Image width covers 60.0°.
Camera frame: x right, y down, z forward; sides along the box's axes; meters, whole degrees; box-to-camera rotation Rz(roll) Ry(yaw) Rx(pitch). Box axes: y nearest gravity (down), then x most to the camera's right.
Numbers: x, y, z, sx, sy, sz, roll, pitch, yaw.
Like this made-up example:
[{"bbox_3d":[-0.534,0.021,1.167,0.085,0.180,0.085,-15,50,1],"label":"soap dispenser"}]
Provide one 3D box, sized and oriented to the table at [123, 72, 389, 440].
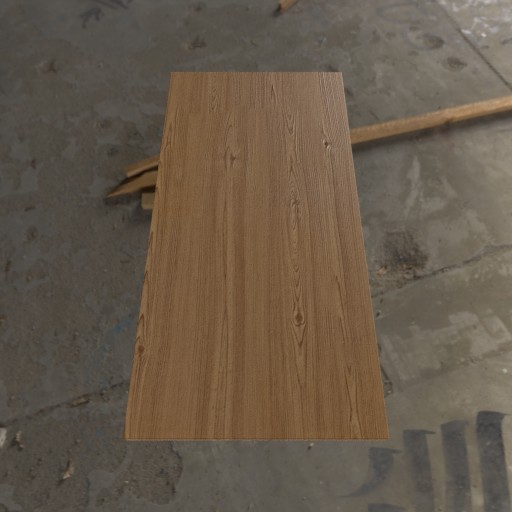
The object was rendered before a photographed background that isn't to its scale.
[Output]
[{"bbox_3d":[0.000,0.000,2.246,0.901,0.750,1.797,0,62,0],"label":"table"}]
